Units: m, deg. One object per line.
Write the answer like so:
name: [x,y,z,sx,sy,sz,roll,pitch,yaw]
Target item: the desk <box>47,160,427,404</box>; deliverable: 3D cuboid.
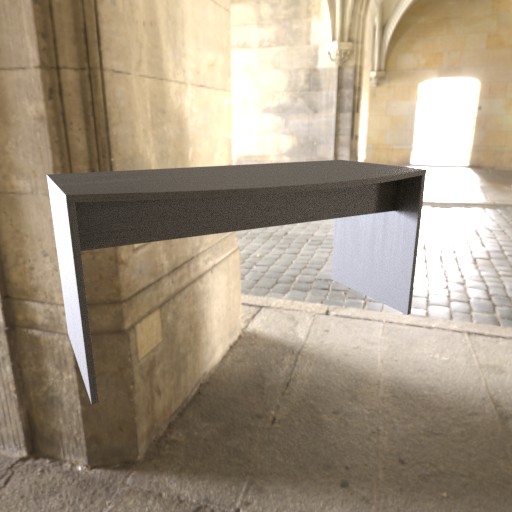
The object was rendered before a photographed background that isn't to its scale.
desk: [0.000,0.000,2.038,1.600,0.750,0.802,-9,19,-28]
